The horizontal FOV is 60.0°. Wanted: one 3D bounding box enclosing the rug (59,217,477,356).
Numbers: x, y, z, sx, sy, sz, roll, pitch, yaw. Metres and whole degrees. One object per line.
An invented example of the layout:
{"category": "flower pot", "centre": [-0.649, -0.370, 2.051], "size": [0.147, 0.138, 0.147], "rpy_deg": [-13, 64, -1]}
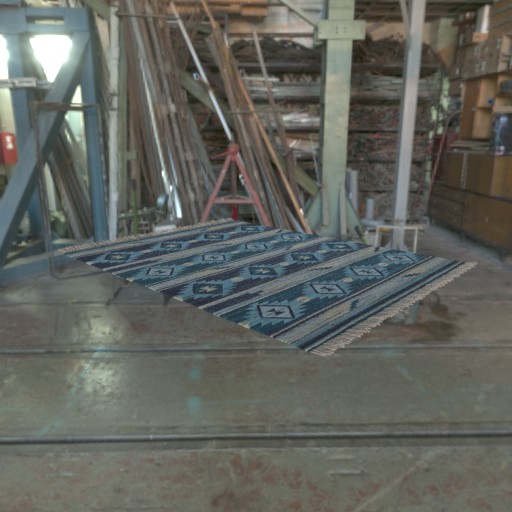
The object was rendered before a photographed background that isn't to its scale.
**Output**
{"category": "rug", "centre": [0.000, 0.000, 4.268], "size": [3.307, 0.047, 2.418], "rpy_deg": [14, 21, 41]}
